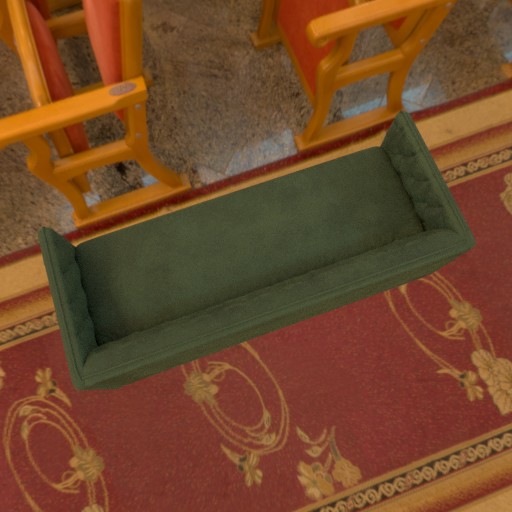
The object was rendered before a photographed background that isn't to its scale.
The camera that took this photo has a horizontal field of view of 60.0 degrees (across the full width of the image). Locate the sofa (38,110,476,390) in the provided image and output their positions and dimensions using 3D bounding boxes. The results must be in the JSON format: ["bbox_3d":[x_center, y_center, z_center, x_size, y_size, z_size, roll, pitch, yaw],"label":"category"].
[{"bbox_3d":[0.000,0.000,2.683,2.209,0.771,0.895,-19,75,-5],"label":"sofa"}]
